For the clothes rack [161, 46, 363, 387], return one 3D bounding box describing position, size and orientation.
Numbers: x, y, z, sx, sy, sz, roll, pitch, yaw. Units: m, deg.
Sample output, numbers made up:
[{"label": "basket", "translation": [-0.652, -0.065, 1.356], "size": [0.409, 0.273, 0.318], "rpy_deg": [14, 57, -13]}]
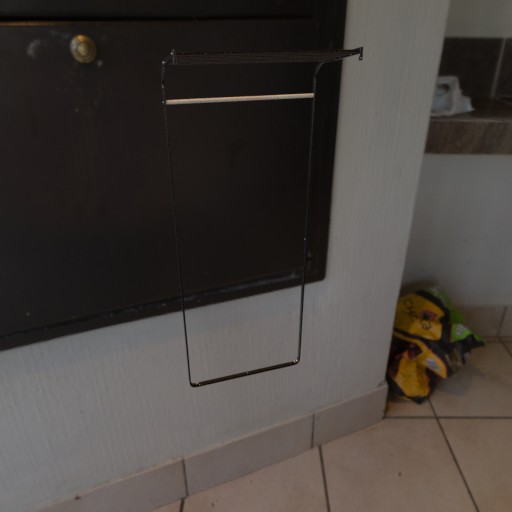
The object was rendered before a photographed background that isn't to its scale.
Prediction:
[{"label": "clothes rack", "translation": [0.000, 0.000, 1.835], "size": [0.609, 1.574, 0.349], "rpy_deg": [-9, 29, -16]}]
